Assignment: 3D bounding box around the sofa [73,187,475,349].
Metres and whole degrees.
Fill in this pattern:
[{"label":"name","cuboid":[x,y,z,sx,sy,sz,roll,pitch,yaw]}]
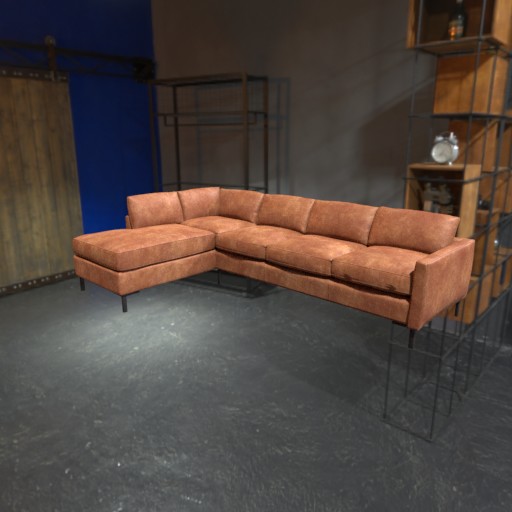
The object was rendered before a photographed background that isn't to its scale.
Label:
[{"label":"sofa","cuboid":[0.000,0.000,3.862,2.984,0.877,1.938,14,20,42]}]
